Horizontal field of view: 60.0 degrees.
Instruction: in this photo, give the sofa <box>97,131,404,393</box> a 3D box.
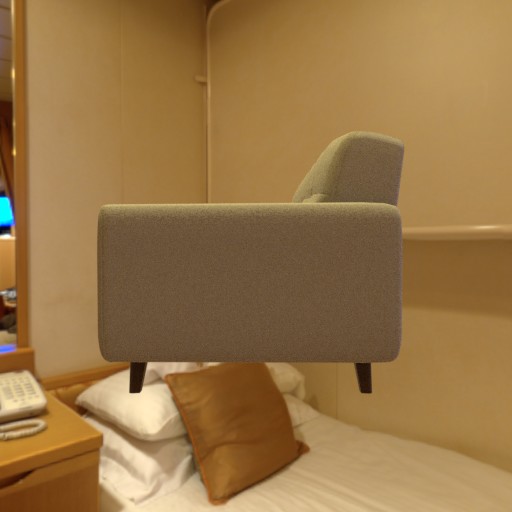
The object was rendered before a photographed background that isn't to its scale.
[{"bbox_3d":[0.000,0.000,2.152,0.980,0.892,1.655,0,1,0],"label":"sofa"}]
